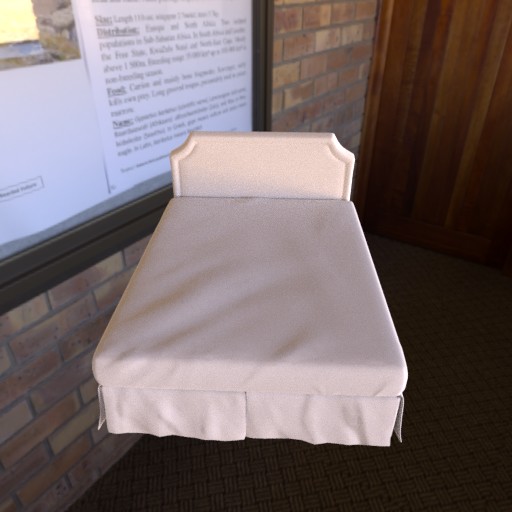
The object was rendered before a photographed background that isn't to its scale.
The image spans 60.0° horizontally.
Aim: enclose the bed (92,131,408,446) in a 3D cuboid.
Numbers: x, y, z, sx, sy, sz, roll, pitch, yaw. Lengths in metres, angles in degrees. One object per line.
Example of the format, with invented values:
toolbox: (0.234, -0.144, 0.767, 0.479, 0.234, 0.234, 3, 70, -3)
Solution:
bed: (0.000, 0.000, 3.557, 1.977, 1.293, 2.498, 1, 32, 2)
